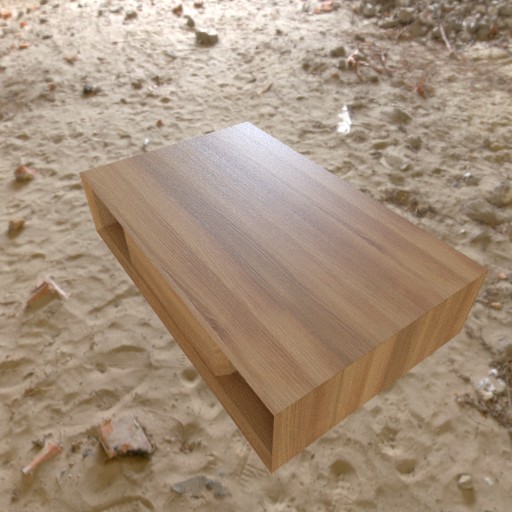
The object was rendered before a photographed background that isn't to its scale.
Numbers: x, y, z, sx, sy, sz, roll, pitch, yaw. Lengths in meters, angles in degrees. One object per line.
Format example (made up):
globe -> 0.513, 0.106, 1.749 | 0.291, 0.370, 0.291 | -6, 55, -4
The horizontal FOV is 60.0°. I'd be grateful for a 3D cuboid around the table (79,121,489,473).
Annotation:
table -> 0.000, 0.000, 1.439 | 0.700, 0.330, 1.100 | -25, 47, -26
